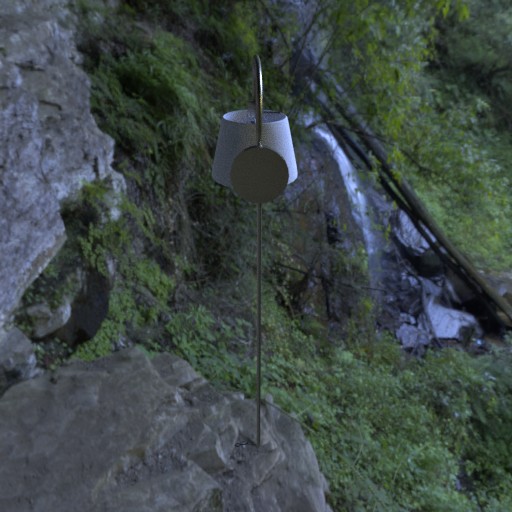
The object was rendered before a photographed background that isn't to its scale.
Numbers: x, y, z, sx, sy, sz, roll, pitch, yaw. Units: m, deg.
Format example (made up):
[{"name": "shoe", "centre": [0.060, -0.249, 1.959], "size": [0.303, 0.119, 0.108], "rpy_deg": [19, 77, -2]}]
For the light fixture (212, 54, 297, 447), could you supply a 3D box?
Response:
[{"name": "light fixture", "centre": [0.000, 0.000, 0.480], "size": [0.092, 0.399, 0.176], "rpy_deg": [-1, 30, -2]}]
